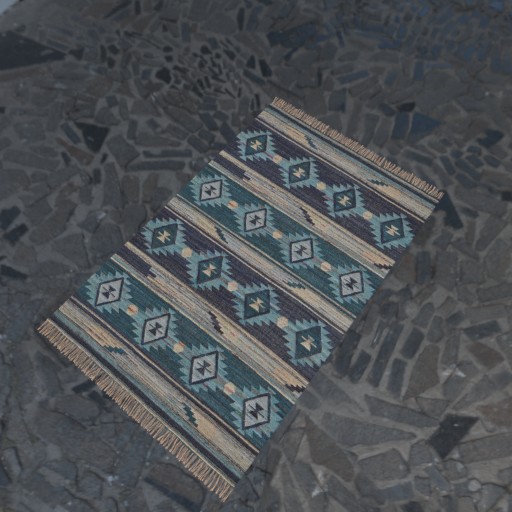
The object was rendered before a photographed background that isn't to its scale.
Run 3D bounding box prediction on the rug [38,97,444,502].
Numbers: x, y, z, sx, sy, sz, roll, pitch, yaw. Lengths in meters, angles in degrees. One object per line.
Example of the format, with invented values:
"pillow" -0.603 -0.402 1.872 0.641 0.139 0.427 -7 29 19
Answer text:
"rug" 0.000 0.000 2.303 1.181 0.028 1.936 35 69 16
